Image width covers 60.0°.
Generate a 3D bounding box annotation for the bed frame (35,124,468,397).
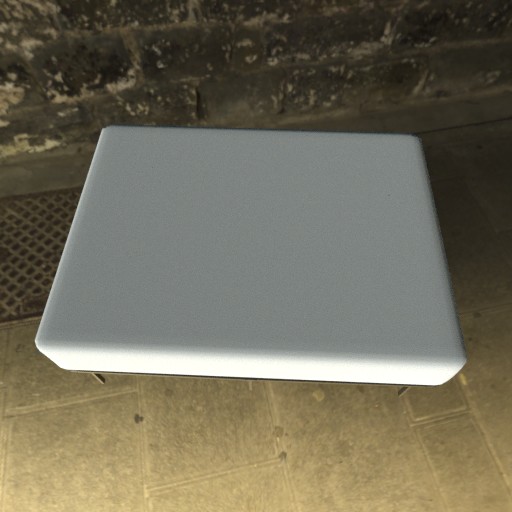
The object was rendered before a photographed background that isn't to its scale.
[{"bbox_3d":[0.000,0.000,2.708,2.037,0.677,1.528,2,58,1],"label":"bed frame"}]
